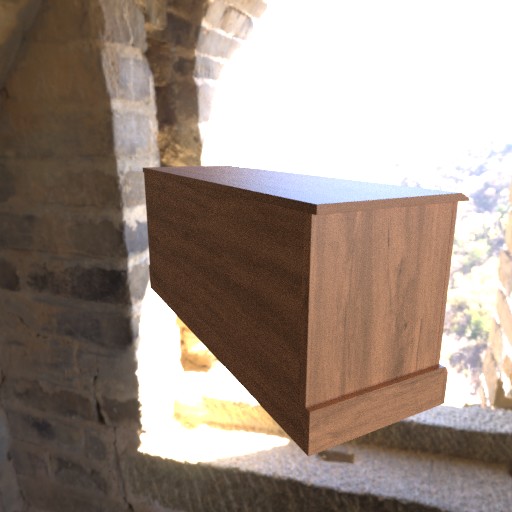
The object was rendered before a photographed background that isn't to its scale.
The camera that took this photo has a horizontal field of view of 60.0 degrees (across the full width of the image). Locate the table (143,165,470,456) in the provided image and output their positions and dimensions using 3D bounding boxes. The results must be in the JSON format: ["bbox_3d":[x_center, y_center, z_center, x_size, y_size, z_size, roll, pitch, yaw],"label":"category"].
[{"bbox_3d":[0.000,0.000,1.432,0.400,0.510,1.200,-8,16,-27],"label":"table"}]
